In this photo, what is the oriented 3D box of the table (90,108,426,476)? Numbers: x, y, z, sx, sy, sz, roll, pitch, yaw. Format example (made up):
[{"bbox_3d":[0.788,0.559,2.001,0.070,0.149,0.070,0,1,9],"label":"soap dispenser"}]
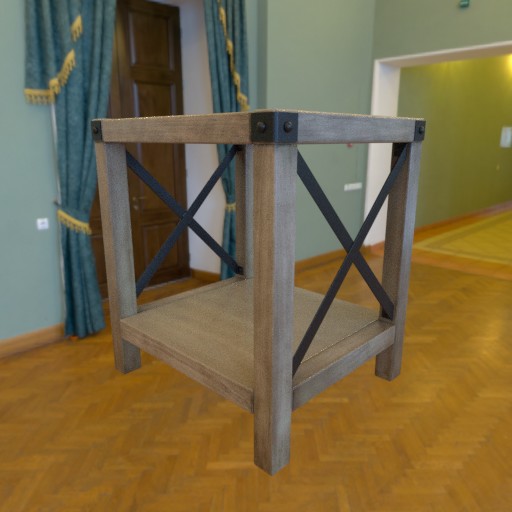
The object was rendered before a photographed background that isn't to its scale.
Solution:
[{"bbox_3d":[0.000,0.000,0.948,0.510,0.561,0.459,14,20,42],"label":"table"}]
